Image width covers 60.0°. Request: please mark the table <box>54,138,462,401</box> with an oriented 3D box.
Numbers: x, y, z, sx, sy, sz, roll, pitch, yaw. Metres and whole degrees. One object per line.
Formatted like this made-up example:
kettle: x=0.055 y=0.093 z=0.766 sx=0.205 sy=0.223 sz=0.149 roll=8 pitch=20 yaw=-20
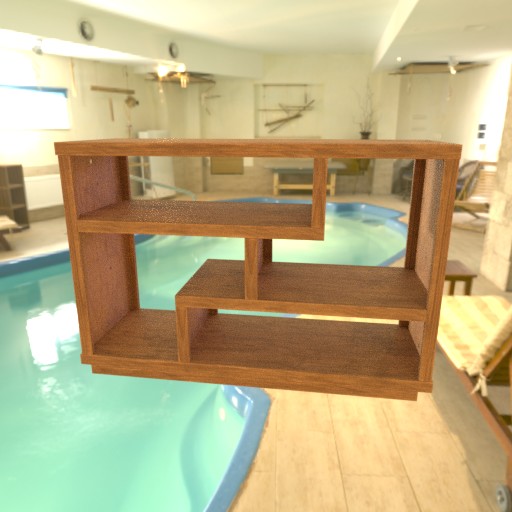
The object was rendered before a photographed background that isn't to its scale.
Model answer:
table: x=0.000 y=0.000 z=1.532 sx=1.151 sy=0.771 sz=0.410 roll=2 pitch=17 yaw=8
